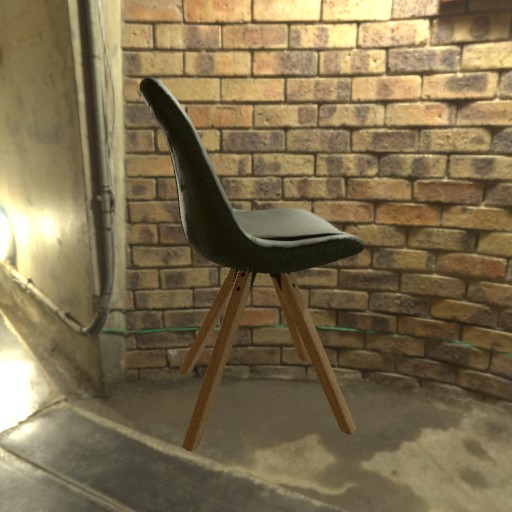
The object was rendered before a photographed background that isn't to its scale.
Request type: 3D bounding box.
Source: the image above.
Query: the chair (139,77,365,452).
[{"bbox_3d":[0.000,0.000,1.199,0.547,0.865,0.483,-3,15,-10],"label":"chair"}]
